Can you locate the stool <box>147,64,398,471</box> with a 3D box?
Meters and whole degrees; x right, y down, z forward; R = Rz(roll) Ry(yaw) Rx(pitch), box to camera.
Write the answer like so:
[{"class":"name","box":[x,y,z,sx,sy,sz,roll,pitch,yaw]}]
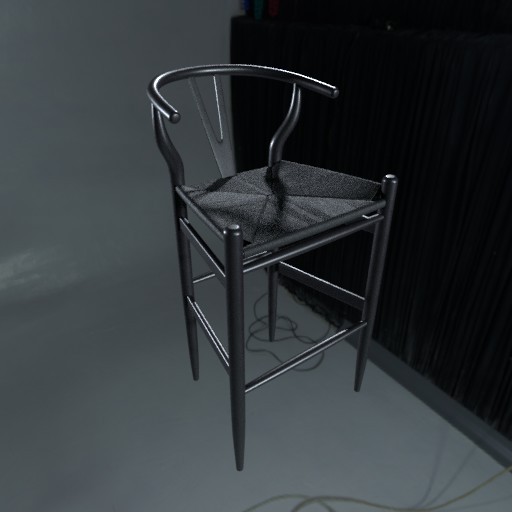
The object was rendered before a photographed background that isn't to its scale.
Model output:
[{"class":"stool","box":[0.000,0.000,1.414,0.569,1.072,0.579,-20,36,-31]}]
